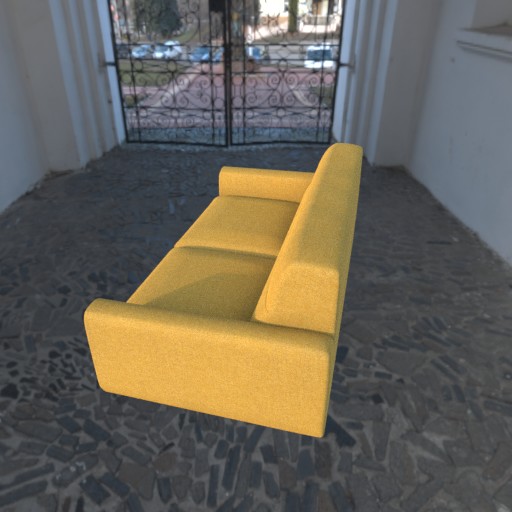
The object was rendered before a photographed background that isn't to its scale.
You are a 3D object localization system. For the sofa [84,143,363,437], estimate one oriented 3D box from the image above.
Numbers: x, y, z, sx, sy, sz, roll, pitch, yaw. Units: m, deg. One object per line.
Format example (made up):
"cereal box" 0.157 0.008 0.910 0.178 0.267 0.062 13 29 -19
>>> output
"sofa" 0.000 0.000 2.223 0.909 0.841 1.631 7 31 12
